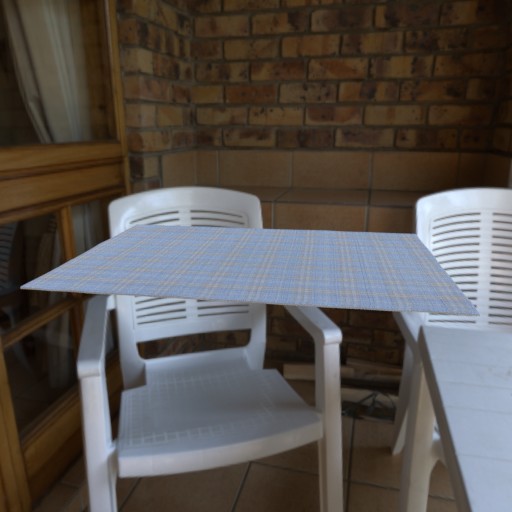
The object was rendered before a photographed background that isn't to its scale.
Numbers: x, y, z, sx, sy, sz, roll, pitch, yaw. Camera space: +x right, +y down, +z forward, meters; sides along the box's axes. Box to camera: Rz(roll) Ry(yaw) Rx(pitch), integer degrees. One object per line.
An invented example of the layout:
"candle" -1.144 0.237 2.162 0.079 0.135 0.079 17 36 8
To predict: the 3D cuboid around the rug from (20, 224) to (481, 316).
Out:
"rug" 0.000 0.000 2.311 1.835 0.012 1.231 2 17 8
